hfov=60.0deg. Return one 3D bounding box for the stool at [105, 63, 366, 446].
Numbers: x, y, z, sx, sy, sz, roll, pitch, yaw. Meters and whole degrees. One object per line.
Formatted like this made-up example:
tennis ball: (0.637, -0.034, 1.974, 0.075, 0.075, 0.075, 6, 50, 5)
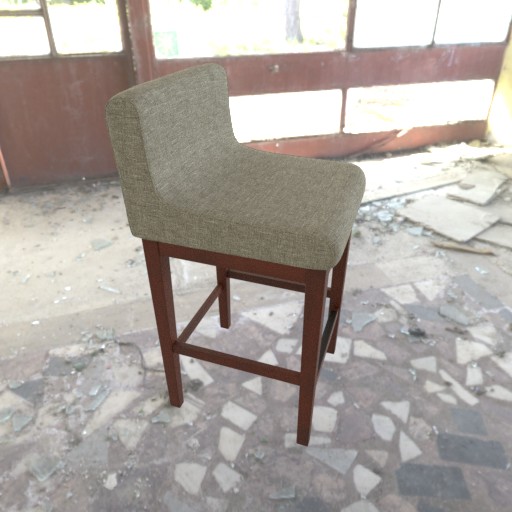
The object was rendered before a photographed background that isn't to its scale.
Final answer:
stool: (0.000, 0.000, 1.109, 0.459, 0.835, 0.417, 10, 33, 16)
